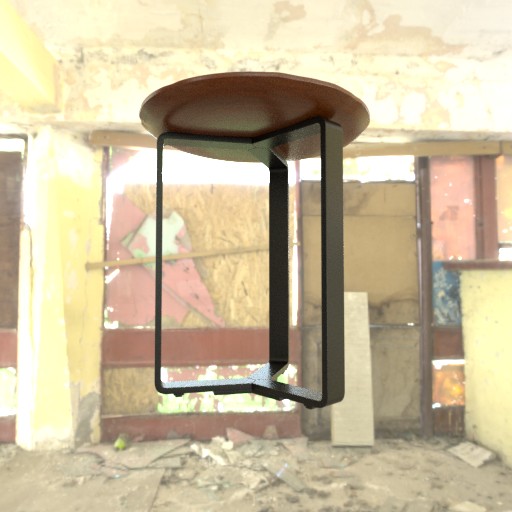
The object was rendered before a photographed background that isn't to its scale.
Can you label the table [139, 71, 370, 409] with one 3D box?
[{"bbox_3d":[0.000,0.000,0.754,0.380,0.450,0.410,-1,-2,17],"label":"table"}]
